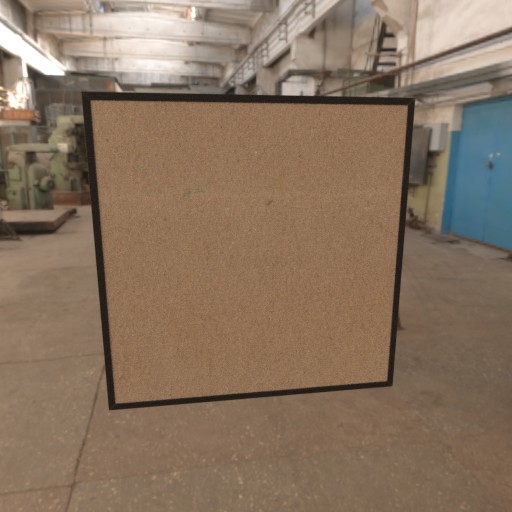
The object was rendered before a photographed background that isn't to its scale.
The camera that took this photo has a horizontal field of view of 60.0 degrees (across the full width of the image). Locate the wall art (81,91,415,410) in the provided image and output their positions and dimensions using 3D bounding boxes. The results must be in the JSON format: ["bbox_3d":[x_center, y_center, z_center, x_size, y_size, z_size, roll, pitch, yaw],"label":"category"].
[{"bbox_3d":[0.000,0.000,0.745,0.508,0.508,0.038,-2,14,-9],"label":"wall art"}]
